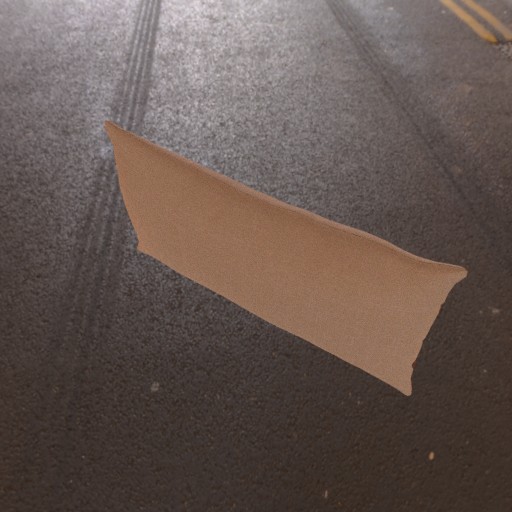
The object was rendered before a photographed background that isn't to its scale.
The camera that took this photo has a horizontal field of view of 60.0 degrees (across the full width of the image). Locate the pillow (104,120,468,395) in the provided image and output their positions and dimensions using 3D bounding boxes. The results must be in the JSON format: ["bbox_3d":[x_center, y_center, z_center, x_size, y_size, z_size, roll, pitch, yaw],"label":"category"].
[{"bbox_3d":[0.000,0.000,0.736,0.612,0.308,0.148,26,52,22],"label":"pillow"}]
